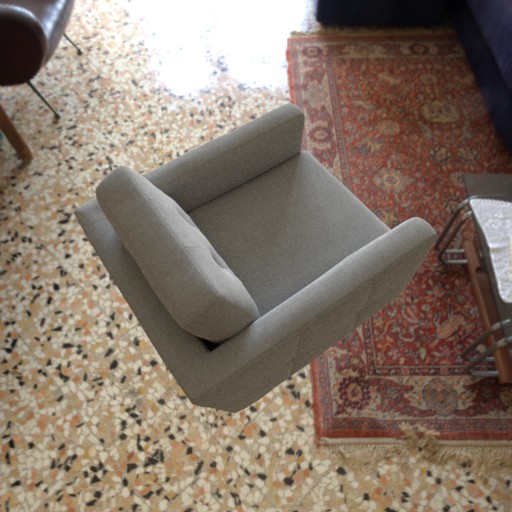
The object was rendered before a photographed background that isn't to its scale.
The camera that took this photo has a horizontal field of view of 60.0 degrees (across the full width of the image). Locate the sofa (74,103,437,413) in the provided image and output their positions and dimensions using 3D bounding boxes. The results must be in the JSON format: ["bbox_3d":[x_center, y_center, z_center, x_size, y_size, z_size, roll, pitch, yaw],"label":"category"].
[{"bbox_3d":[0.000,0.000,1.571,0.920,0.860,0.770,-31,64,-18],"label":"sofa"}]
